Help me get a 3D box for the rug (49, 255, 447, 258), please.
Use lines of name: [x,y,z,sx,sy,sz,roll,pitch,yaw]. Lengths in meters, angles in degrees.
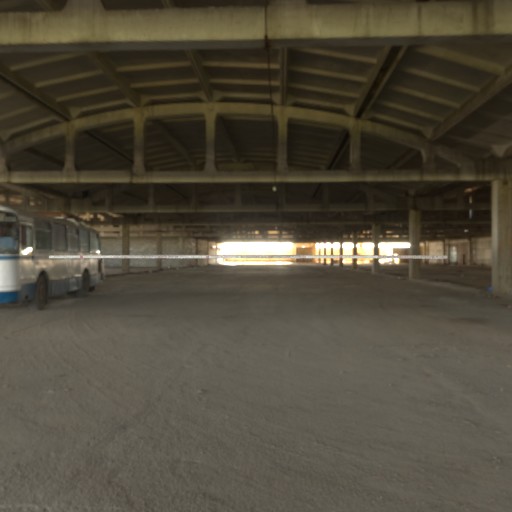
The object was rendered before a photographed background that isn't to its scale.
rug: [0.000,0.000,4.051,2.317,0.016,2.959,0,0,3]
